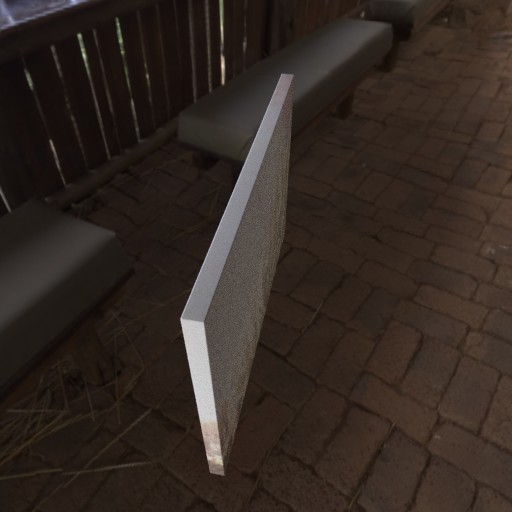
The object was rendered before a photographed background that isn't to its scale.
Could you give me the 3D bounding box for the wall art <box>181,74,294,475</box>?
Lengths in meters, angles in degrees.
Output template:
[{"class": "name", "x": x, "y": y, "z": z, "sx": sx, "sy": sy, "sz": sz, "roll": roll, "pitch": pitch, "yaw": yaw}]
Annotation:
[{"class": "wall art", "x": 0.000, "y": 0.000, "z": 1.185, "sx": 0.040, "sy": 0.608, "sz": 0.916, "roll": 8, "pitch": 45, "yaw": 8}]
